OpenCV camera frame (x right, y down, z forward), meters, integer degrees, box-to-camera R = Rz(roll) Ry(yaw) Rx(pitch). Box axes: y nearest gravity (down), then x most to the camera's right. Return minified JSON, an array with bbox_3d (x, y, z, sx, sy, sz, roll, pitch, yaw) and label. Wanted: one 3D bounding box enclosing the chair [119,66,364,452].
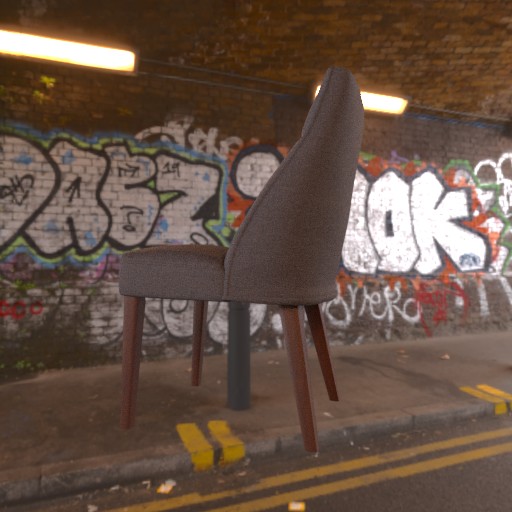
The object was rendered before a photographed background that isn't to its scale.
[{"bbox_3d":[0.000,0.000,1.310,0.620,0.930,0.500,0,-1,18],"label":"chair"}]
